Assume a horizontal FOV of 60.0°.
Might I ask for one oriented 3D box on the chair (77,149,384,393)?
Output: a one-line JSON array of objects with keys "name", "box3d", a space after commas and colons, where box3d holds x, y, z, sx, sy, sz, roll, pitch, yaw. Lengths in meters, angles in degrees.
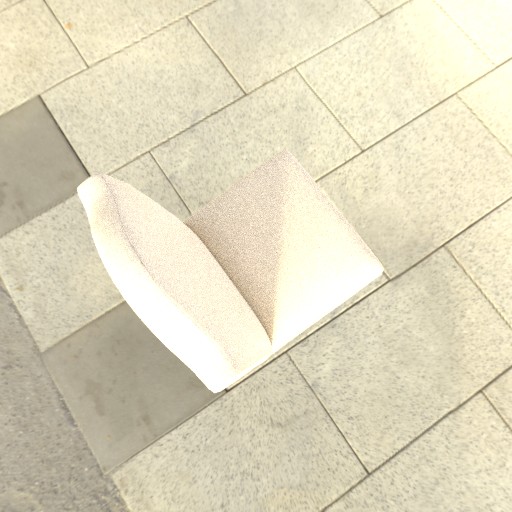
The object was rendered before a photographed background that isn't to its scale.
[{"name": "chair", "box3d": [0.000, 0.000, 1.350, 0.648, 1.012, 0.534, -35, 78, -9]}]
